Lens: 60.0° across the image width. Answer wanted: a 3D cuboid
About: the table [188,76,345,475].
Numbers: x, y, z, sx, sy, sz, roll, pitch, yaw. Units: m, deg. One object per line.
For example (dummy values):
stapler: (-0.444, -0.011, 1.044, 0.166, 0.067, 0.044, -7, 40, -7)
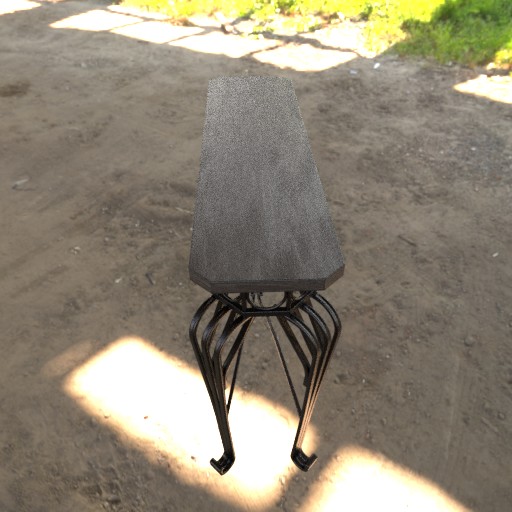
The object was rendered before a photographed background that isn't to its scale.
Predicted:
table: (0.000, 0.000, 1.461, 0.329, 0.800, 1.112, -2, 41, -2)
